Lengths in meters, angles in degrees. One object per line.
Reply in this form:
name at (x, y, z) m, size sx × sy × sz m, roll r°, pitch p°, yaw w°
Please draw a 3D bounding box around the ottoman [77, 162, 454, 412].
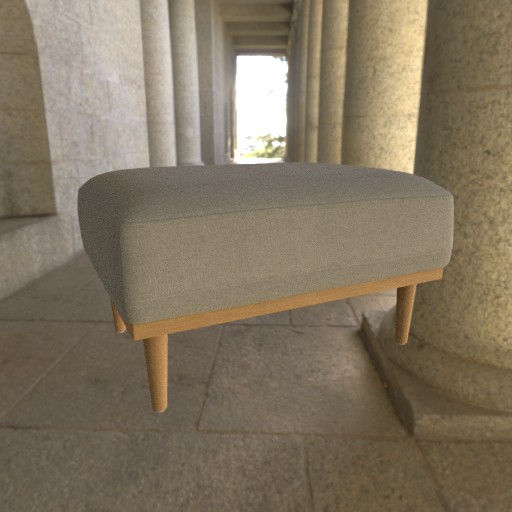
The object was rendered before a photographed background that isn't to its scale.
ottoman at (0.000, 0.000, 1.077) m, size 0.749 × 0.428 × 0.549 m, roll -8°, pitch 17°, yaw -26°
